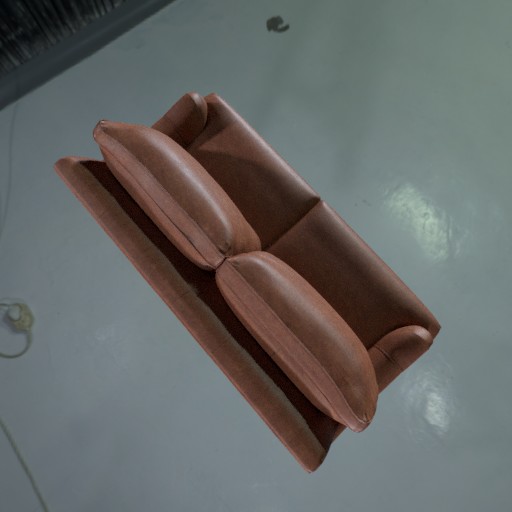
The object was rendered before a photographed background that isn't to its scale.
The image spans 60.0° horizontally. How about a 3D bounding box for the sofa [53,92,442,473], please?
[{"bbox_3d":[0.000,0.000,2.709,1.147,1.071,2.144,-41,79,-9],"label":"sofa"}]
